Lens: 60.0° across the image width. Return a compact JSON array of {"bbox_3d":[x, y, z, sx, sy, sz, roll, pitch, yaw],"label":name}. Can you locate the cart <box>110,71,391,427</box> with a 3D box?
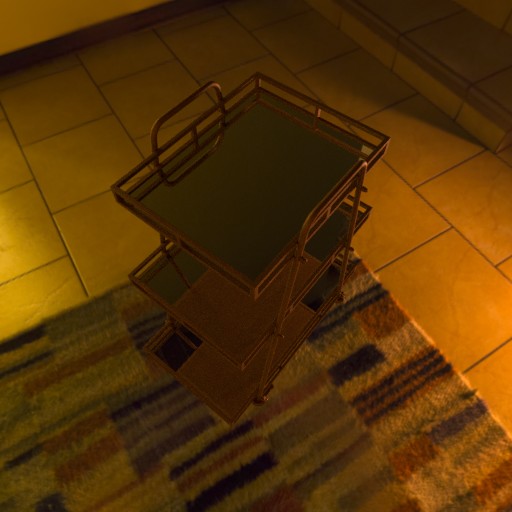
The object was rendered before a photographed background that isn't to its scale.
[{"bbox_3d":[0.000,0.000,1.271,0.441,0.883,0.711,34,64,19],"label":"cart"}]
